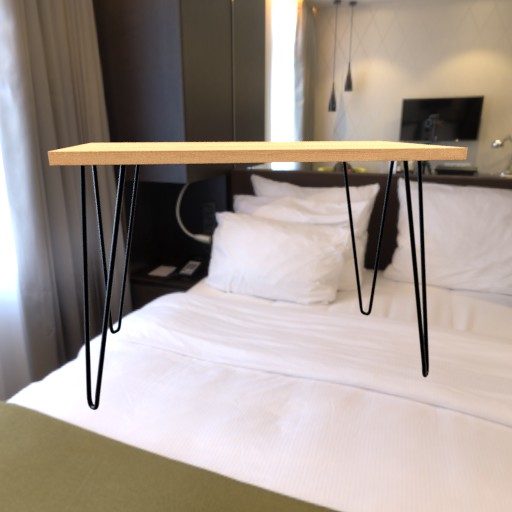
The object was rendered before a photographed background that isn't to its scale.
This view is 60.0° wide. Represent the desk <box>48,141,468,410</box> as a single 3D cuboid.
[{"bbox_3d":[0.000,0.000,1.359,0.991,0.660,0.499,-3,17,-9],"label":"desk"}]
